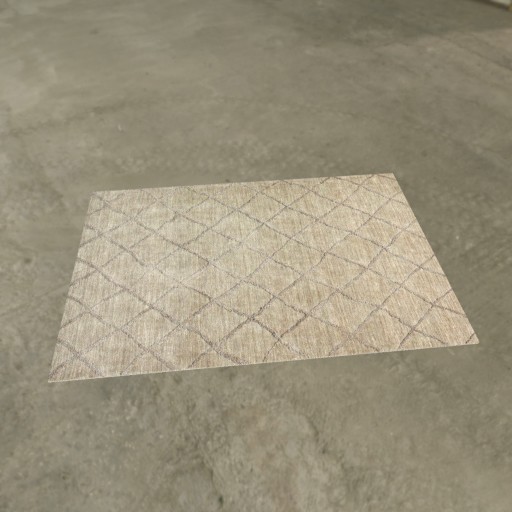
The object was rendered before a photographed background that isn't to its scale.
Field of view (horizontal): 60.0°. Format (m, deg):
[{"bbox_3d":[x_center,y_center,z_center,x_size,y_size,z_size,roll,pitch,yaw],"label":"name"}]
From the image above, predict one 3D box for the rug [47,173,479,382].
[{"bbox_3d":[0.000,0.000,2.840,2.280,0.015,1.521,-4,47,-4],"label":"rug"}]
